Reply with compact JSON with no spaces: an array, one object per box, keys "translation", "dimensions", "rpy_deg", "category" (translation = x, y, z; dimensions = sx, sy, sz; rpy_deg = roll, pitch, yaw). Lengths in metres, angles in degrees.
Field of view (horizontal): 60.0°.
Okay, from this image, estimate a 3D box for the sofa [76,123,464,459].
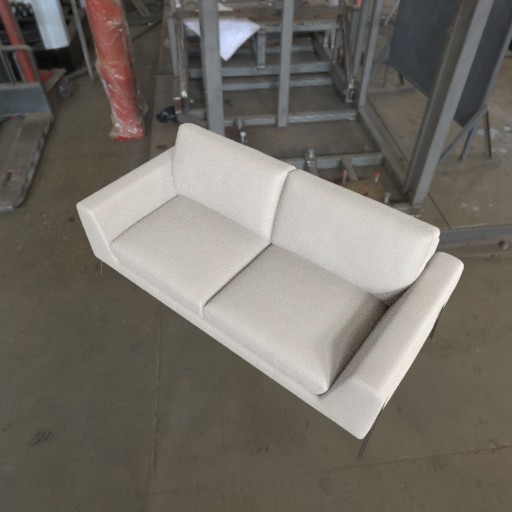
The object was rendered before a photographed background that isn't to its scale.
[{"translation":[0.000,0.000,2.568],"dimensions":[2.017,0.875,0.953],"rpy_deg":[29,52,26],"category":"sofa"}]
